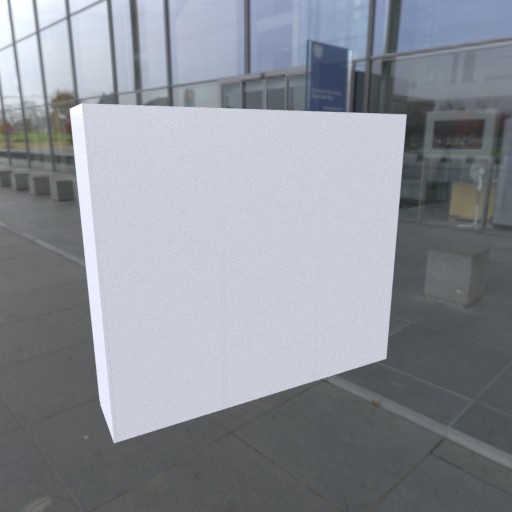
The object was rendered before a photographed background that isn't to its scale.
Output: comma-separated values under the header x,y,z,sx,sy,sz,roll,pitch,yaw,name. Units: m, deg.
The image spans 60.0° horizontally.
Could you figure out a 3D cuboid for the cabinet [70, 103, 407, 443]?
x,y,z,sx,sy,sz,roll,pitch,yaw,name
0.000,0.000,3.831,2.700,2.370,0.590,-8,17,-28,cabinet
